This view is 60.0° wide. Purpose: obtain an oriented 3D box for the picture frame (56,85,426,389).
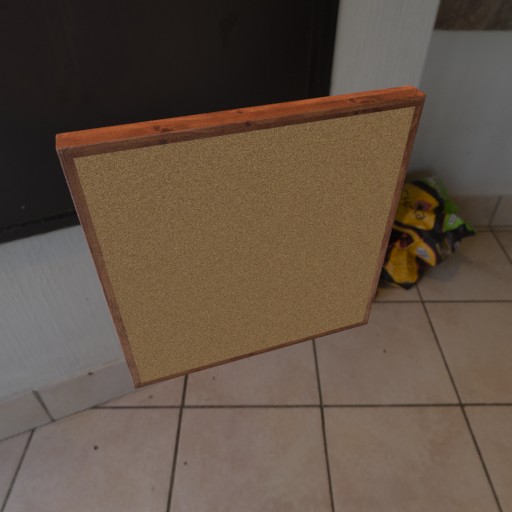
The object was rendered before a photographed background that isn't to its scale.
[{"bbox_3d":[0.000,0.000,0.529,0.352,0.356,0.028,-13,43,-14],"label":"picture frame"}]
